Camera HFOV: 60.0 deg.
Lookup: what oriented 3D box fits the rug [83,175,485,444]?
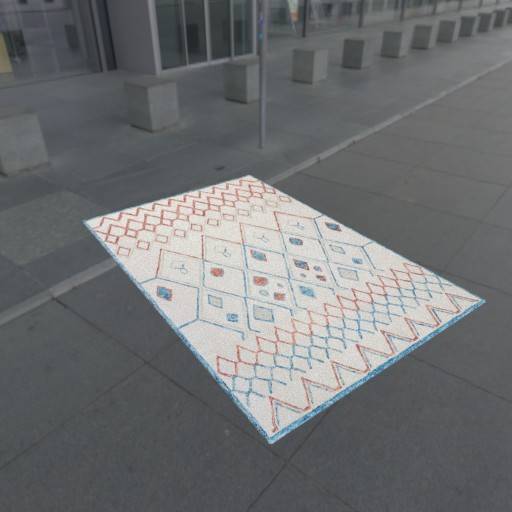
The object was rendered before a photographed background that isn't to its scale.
[{"bbox_3d":[0.000,0.000,2.308,1.219,0.016,1.829,-21,38,-30],"label":"rug"}]
